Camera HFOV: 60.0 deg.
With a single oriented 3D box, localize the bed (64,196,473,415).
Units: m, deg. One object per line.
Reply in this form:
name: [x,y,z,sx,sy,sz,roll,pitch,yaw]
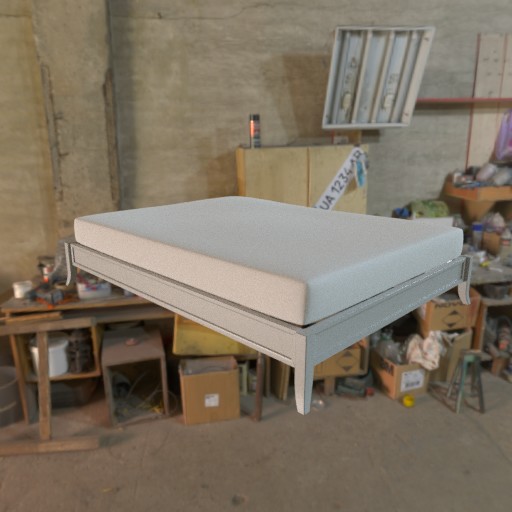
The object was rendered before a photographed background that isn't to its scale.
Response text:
bed: [0.000,0.000,2.819,1.604,0.510,2.108,-14,21,-43]
